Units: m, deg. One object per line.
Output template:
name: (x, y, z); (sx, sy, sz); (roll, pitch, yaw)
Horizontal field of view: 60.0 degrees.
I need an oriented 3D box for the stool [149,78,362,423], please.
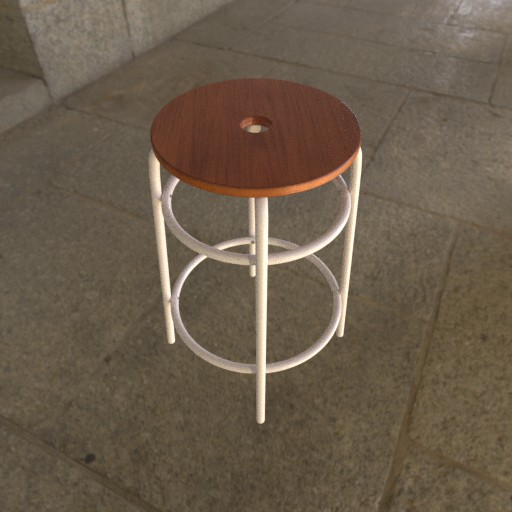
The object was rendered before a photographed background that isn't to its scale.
stool: (0.000, 0.000, 0.929); (0.455, 0.610, 0.455); (-2, 46, -2)
